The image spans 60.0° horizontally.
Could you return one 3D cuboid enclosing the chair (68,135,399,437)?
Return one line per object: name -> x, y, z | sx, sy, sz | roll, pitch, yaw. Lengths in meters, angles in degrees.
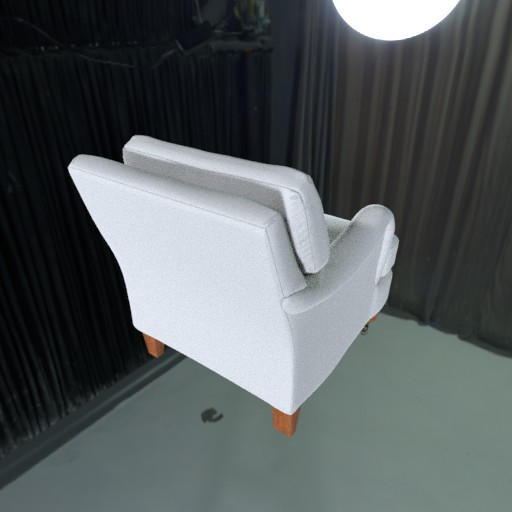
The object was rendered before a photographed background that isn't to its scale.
chair -> 0.000, 0.000, 1.916 | 0.955, 1.038, 1.070 | 20, 35, 32
